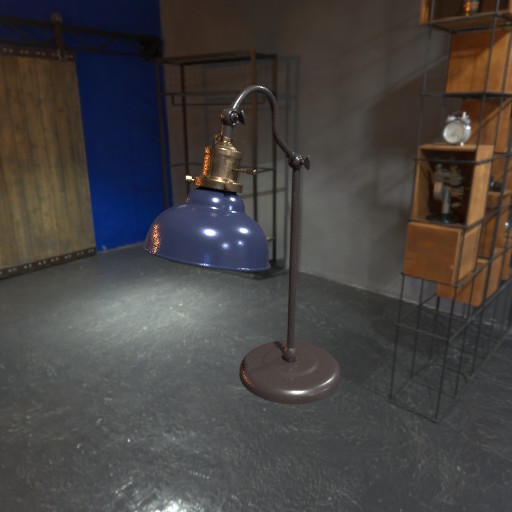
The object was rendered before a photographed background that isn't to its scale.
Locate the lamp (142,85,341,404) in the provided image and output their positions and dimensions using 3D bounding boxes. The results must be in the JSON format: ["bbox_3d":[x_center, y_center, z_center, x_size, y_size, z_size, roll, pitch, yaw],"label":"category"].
[{"bbox_3d":[0.000,0.000,0.705,0.192,0.508,0.374,17,24,42],"label":"lamp"}]
